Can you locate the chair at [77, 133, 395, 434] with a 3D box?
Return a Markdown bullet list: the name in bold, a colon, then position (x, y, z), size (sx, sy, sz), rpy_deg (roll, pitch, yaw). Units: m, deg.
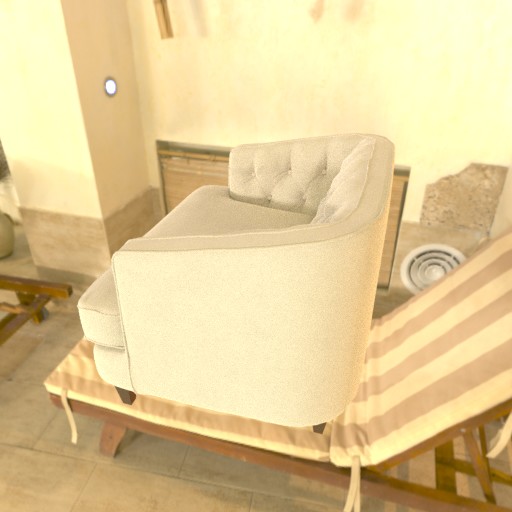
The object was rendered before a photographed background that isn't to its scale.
- **chair**: position (0.000, 0.000, 1.758), size (0.941, 0.852, 1.104), rpy_deg (9, 32, 15)
